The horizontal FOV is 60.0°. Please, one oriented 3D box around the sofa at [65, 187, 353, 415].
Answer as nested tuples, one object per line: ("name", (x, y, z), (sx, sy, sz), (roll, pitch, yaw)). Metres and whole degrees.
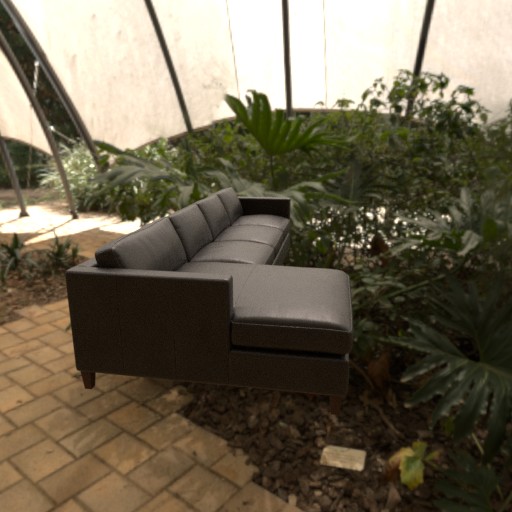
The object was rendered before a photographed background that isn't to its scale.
("sofa", (0.000, 0.000, 3.887), (1.581, 0.883, 3.203), (3, 15, 10))
